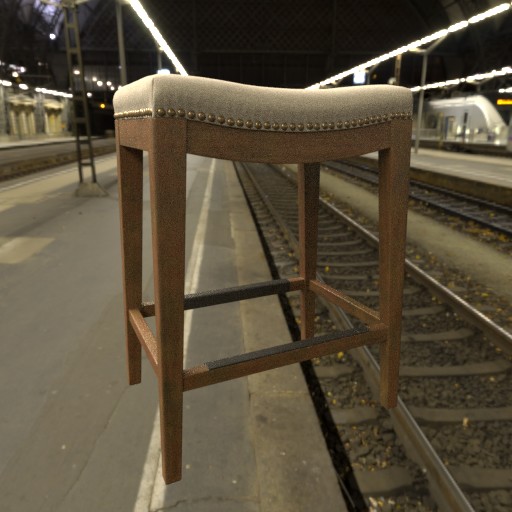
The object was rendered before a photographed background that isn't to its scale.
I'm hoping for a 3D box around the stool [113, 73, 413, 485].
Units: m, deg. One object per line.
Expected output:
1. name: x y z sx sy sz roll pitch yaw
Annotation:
1. stool: 0.000 0.000 0.915 0.508 0.660 0.356 -8 18 -24
